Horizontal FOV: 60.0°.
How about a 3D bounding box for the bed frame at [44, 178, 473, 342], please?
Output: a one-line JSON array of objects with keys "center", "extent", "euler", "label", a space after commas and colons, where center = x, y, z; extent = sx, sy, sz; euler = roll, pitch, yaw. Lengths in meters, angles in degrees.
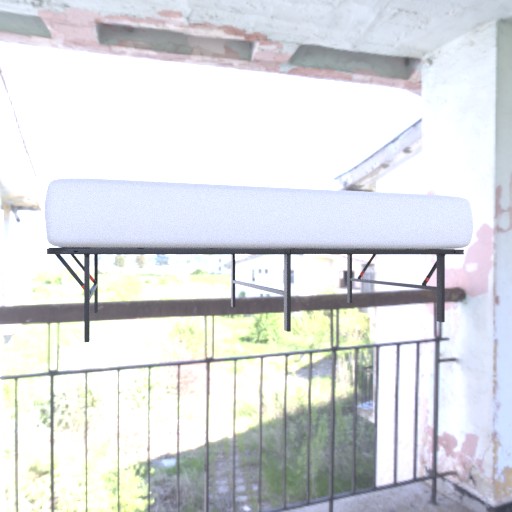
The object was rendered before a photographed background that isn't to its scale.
[{"center": [0.000, 0.000, 2.331], "extent": [1.908, 0.640, 1.025], "euler": [0, 0, -18], "label": "bed frame"}]
